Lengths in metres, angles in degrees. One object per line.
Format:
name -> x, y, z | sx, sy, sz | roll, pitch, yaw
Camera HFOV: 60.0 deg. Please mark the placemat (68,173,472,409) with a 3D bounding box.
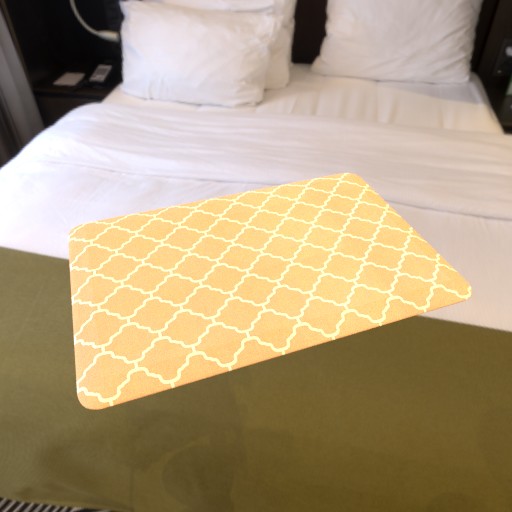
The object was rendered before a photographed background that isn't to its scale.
placemat -> 0.000, 0.000, 0.956 | 0.762, 0.021, 0.508 | -13, 43, -15
